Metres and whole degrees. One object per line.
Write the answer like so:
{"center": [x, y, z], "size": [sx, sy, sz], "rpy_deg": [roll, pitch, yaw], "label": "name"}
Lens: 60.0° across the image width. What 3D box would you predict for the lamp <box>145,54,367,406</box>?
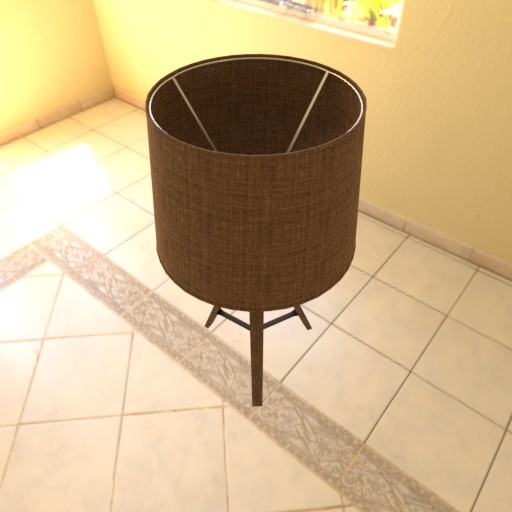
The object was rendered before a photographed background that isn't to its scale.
{"center": [0.000, 0.000, 0.685], "size": [0.290, 0.514, 0.290], "rpy_deg": [0, 45, 0], "label": "lamp"}
